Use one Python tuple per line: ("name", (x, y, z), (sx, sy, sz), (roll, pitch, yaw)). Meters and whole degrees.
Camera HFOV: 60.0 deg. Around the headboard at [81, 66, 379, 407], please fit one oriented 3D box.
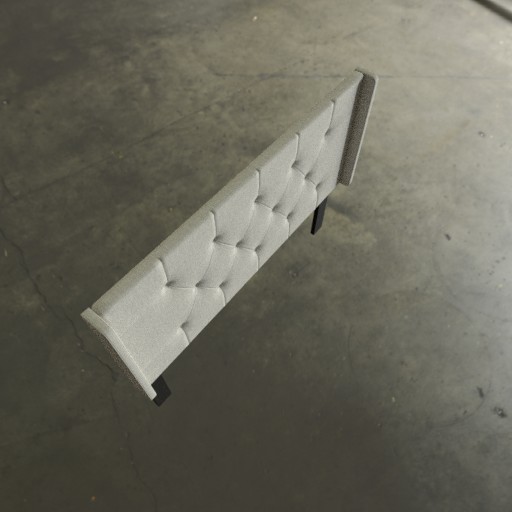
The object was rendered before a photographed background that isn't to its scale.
("headboard", (0.000, 0.000, 2.772), (0.184, 1.524, 2.051), (34, 63, 20))
